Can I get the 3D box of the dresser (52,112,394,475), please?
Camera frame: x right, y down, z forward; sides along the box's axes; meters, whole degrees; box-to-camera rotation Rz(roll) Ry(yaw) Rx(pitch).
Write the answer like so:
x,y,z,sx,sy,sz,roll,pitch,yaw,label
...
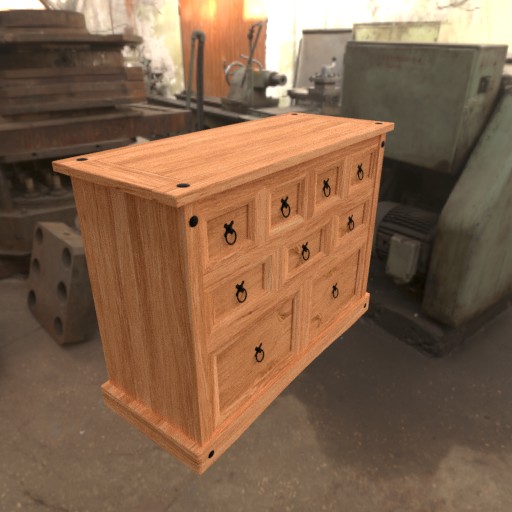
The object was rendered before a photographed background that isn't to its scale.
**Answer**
x,y,z,sx,sy,sz,roll,pitch,yaw,label
0.000,0.000,1.407,0.410,0.740,0.990,19,32,33,dresser
